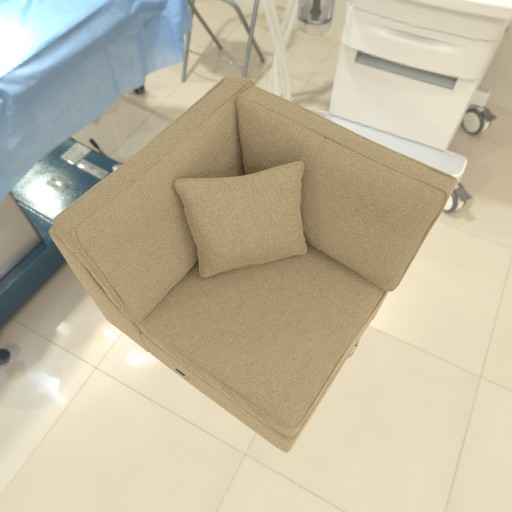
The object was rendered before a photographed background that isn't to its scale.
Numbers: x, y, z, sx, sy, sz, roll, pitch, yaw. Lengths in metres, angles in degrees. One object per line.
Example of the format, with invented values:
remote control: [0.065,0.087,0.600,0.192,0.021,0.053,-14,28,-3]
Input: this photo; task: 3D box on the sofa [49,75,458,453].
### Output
sofa: [0.000,0.000,1.917,1.146,1.002,1.084,30,62,18]
